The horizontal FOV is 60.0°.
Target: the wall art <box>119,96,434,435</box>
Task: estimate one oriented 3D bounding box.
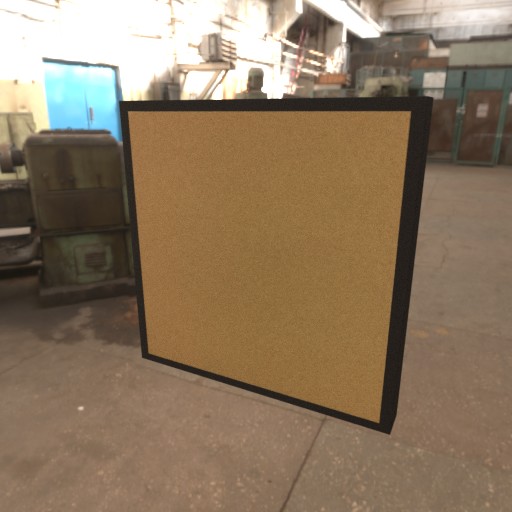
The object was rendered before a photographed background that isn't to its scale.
[{"bbox_3d":[0.000,0.000,0.456,0.305,0.304,0.033,9,20,26],"label":"wall art"}]
